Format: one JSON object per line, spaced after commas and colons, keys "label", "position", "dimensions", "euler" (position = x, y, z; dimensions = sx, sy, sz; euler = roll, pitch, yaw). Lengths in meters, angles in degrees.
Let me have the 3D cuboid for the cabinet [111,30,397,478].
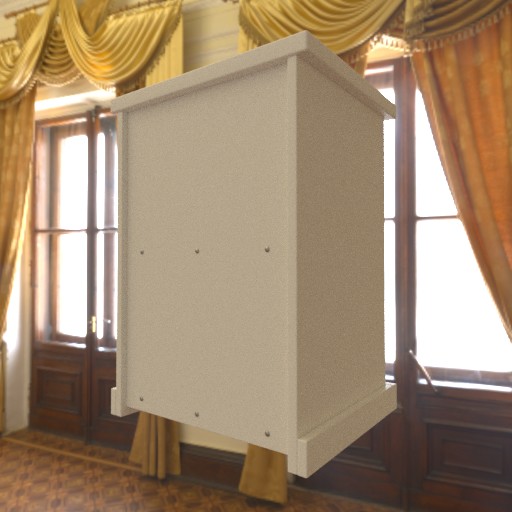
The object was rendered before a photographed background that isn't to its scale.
{"label": "cabinet", "position": [0.000, 0.000, 1.036], "dimensions": [0.520, 0.723, 0.431], "euler": [-1, -1, 36]}
